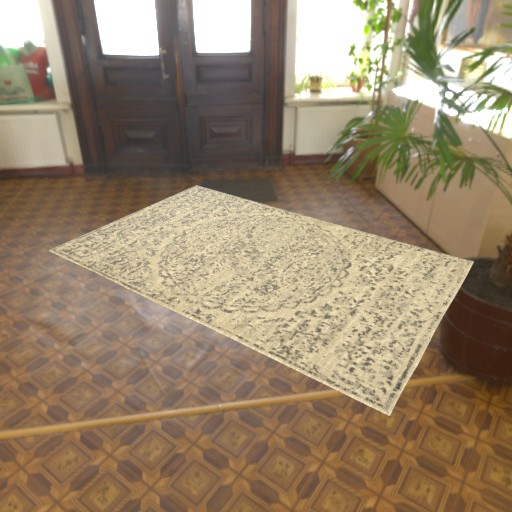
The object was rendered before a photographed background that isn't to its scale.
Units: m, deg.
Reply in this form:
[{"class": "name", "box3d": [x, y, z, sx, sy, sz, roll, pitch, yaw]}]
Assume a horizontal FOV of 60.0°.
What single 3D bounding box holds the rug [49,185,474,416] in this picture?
[{"class": "rug", "box3d": [0.000, 0.000, 3.004, 2.447, 0.021, 1.527, 19, 35, 30]}]
